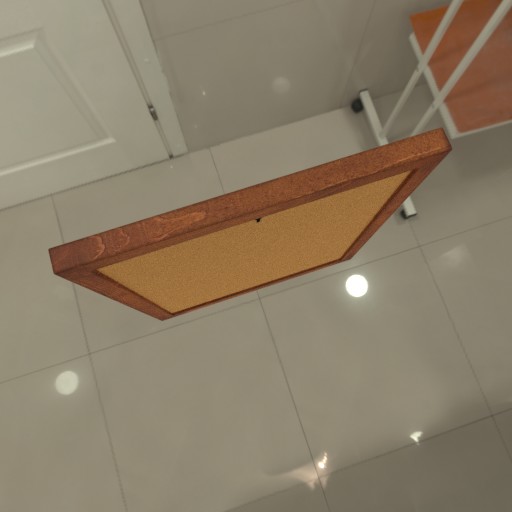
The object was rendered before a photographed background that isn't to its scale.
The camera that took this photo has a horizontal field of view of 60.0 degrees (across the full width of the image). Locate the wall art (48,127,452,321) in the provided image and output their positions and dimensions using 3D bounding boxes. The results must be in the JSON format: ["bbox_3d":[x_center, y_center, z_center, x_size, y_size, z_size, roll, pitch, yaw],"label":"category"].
[{"bbox_3d":[0.000,0.000,0.760,0.462,0.558,0.030,-18,77,-4],"label":"wall art"}]
